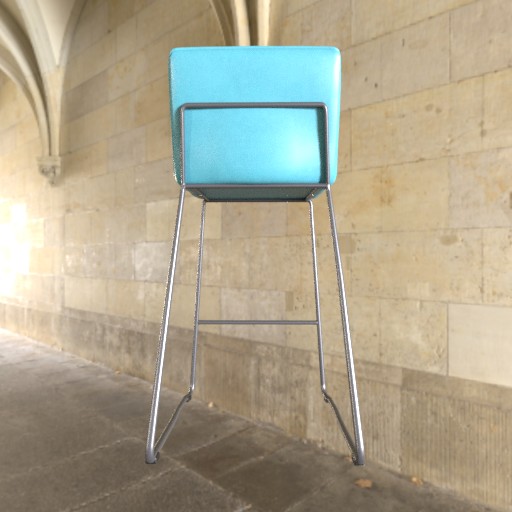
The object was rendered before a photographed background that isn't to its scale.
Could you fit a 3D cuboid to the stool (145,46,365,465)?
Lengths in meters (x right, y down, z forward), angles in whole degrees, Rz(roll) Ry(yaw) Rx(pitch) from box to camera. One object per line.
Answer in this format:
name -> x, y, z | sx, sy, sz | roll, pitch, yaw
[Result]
stool -> 0.000, 0.000, 1.224 | 0.489, 0.936, 0.524 | 0, 0, 1
